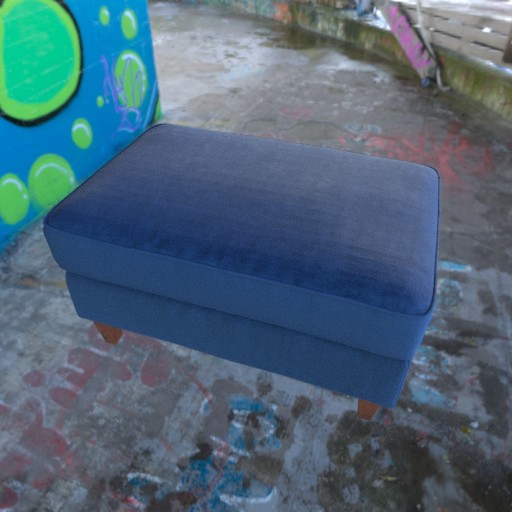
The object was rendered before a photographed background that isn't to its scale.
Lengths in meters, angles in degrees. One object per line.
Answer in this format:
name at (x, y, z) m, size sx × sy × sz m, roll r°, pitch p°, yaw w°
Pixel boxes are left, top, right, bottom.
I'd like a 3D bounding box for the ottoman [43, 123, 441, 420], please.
ottoman at (0.000, 0.000, 1.213) m, size 0.862 × 0.484 × 0.583 m, roll 13°, pitch 43°, yaw 14°
